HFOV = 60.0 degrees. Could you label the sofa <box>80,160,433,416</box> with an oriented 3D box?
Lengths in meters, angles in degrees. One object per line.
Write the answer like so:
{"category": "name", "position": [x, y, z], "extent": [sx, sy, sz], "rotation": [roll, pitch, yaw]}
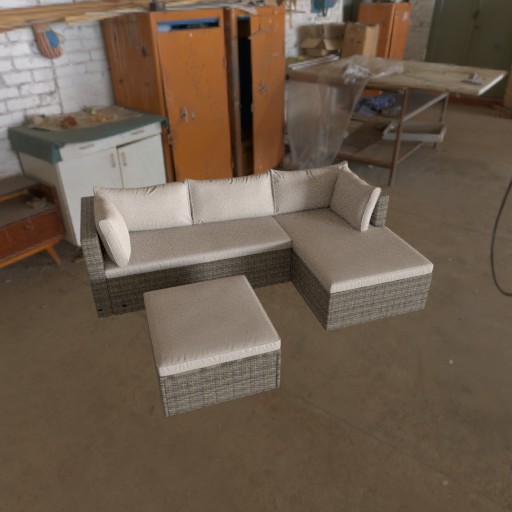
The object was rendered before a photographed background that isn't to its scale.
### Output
{"category": "sofa", "position": [0.000, 0.000, 3.034], "extent": [2.192, 0.766, 1.662], "rotation": [-10, 32, -16]}
